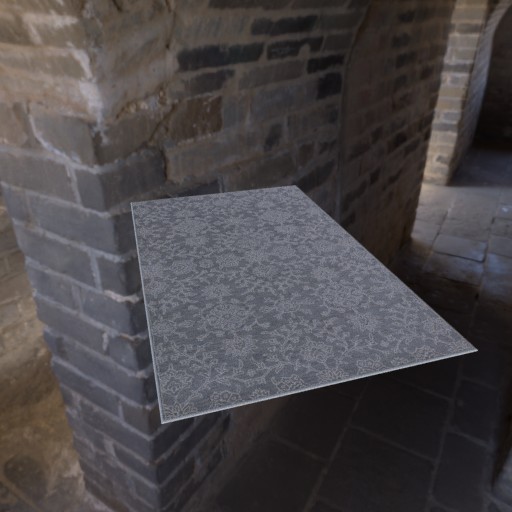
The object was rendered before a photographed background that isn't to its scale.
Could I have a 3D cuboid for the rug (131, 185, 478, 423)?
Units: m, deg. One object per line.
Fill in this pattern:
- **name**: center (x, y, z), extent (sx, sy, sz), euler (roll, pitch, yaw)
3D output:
- **rug**: center (0.000, 0.000, 2.976), extent (1.515, 0.010, 2.430), euler (-8, 30, -15)
